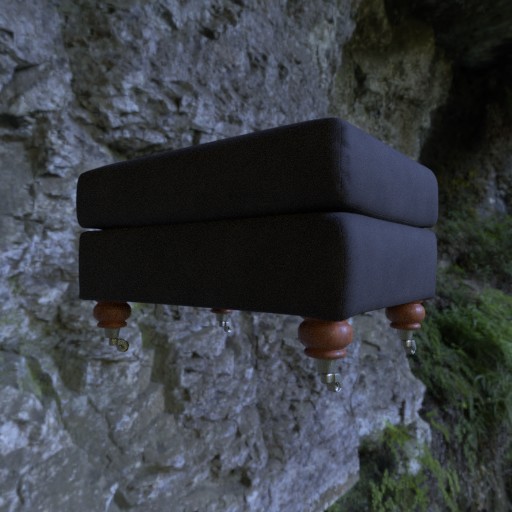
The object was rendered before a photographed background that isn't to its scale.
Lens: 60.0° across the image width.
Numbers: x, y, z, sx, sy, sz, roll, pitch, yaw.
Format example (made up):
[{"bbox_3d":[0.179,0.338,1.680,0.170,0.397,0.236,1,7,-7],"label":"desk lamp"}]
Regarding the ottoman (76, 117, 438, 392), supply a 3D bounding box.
[{"bbox_3d":[0.000,0.000,1.123,0.773,0.497,0.574,-1,-1,37],"label":"ottoman"}]
